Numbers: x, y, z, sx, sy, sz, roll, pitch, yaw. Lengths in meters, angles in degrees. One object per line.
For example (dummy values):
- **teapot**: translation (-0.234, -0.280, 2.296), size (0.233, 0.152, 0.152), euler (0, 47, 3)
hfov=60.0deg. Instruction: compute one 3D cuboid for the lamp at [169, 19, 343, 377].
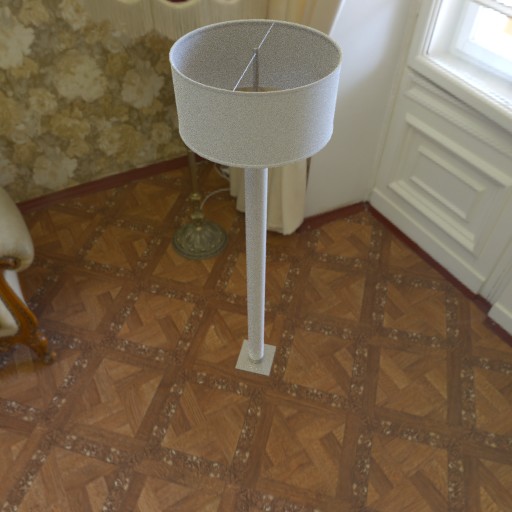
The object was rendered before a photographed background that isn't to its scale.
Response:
- **lamp**: translation (0.000, 0.000, 1.607), size (0.420, 1.475, 0.420), euler (10, 48, 9)
